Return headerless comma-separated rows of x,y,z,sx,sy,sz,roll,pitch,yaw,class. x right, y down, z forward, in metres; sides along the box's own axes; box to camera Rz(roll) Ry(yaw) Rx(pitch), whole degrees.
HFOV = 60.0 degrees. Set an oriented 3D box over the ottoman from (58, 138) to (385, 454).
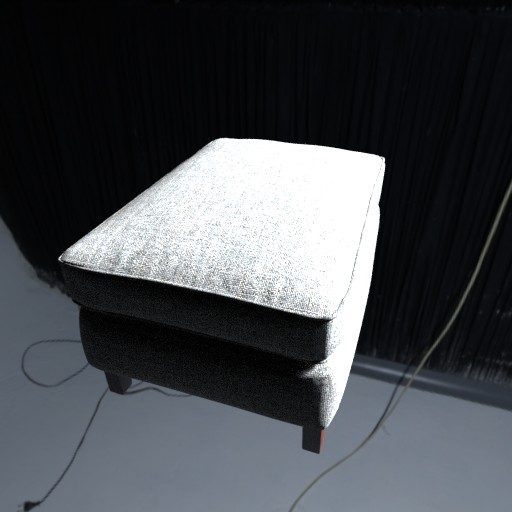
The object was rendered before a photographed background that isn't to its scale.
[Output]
0.000,0.000,0.995,0.508,0.406,0.686,11,34,16,ottoman
